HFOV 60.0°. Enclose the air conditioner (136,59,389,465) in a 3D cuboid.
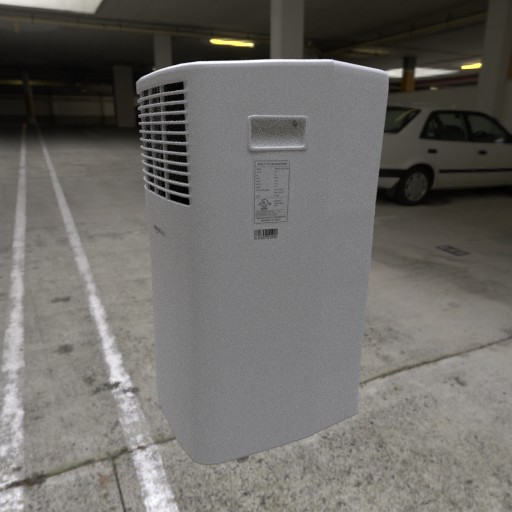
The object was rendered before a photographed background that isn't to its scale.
[{"bbox_3d":[0.000,0.000,0.777,0.349,0.606,0.304,-8,18,-25],"label":"air conditioner"}]
